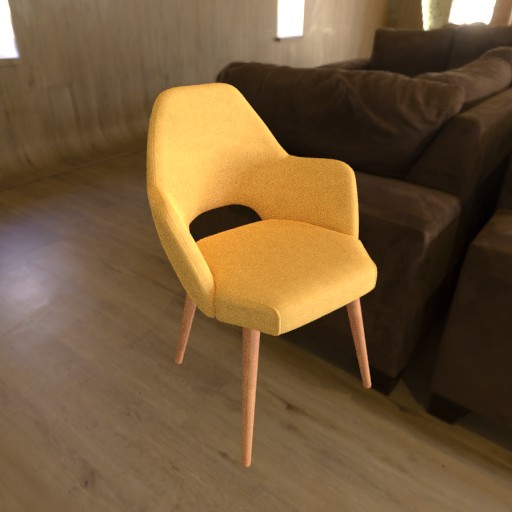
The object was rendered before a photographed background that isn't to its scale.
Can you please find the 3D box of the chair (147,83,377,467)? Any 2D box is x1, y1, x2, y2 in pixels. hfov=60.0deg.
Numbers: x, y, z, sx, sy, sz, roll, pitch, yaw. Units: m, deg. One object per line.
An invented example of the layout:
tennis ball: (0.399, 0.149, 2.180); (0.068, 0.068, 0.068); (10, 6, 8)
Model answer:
chair: (0.000, 0.000, 1.245); (0.590, 0.840, 0.610); (-20, 35, -31)
